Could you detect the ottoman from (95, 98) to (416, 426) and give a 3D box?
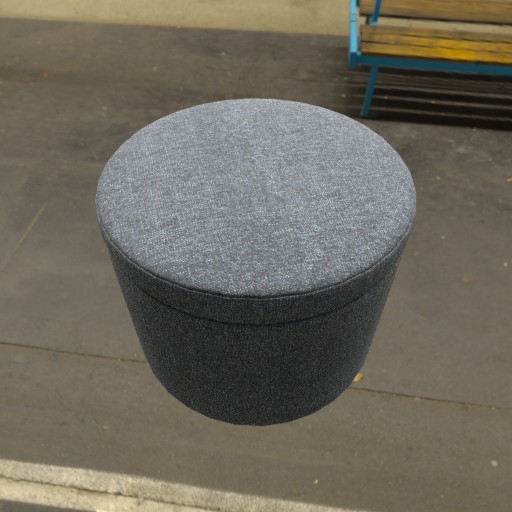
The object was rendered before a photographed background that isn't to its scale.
[{"bbox_3d":[0.000,0.000,0.839,0.500,0.419,0.500,0,47,0],"label":"ottoman"}]
